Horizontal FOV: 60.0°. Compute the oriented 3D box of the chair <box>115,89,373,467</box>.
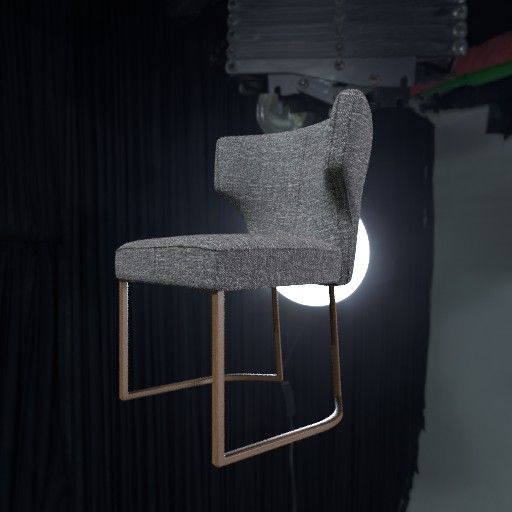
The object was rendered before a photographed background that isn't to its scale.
[{"bbox_3d":[0.000,0.000,1.241,0.617,0.824,0.611,0,0,-38],"label":"chair"}]
